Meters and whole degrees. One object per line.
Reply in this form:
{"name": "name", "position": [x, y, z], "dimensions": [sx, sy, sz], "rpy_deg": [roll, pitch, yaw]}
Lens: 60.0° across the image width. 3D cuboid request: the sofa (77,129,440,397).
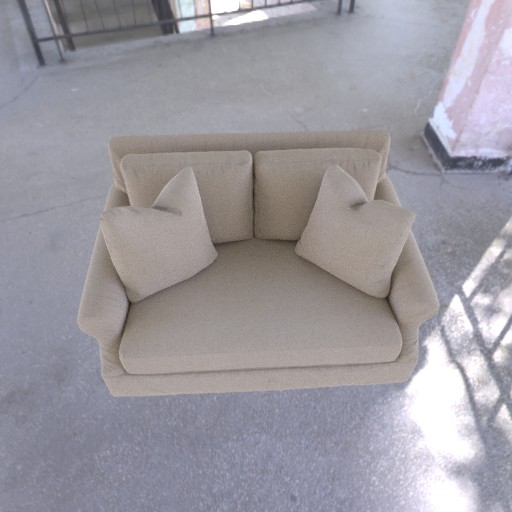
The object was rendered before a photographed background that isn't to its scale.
{"name": "sofa", "position": [0.000, 0.000, 2.176], "dimensions": [1.550, 0.905, 1.070], "rpy_deg": [-2, 47, -2]}
